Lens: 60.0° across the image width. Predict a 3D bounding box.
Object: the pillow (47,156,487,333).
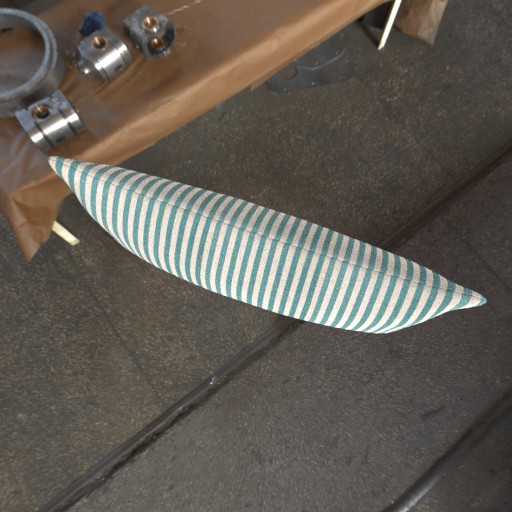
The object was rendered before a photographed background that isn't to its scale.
[{"bbox_3d":[0.000,0.000,0.726,0.617,0.295,0.151,18,75,5],"label":"pillow"}]
